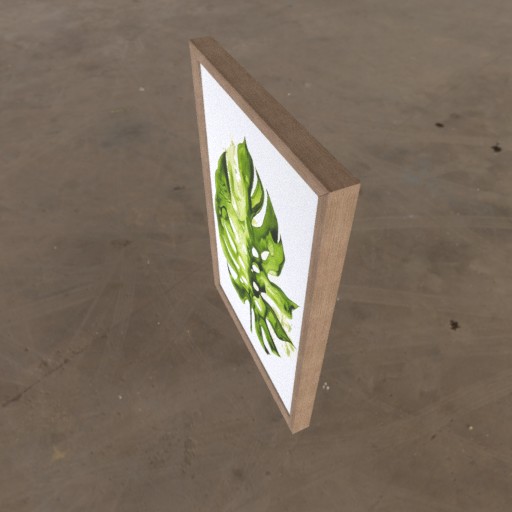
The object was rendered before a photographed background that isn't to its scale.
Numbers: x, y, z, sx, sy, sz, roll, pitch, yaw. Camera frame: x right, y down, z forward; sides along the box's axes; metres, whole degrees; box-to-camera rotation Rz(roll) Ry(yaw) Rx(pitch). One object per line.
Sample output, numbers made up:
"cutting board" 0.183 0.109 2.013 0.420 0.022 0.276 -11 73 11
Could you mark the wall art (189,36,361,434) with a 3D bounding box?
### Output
"wall art" 0.000 0.000 0.666 0.031 0.509 0.356 -19 50 -17
